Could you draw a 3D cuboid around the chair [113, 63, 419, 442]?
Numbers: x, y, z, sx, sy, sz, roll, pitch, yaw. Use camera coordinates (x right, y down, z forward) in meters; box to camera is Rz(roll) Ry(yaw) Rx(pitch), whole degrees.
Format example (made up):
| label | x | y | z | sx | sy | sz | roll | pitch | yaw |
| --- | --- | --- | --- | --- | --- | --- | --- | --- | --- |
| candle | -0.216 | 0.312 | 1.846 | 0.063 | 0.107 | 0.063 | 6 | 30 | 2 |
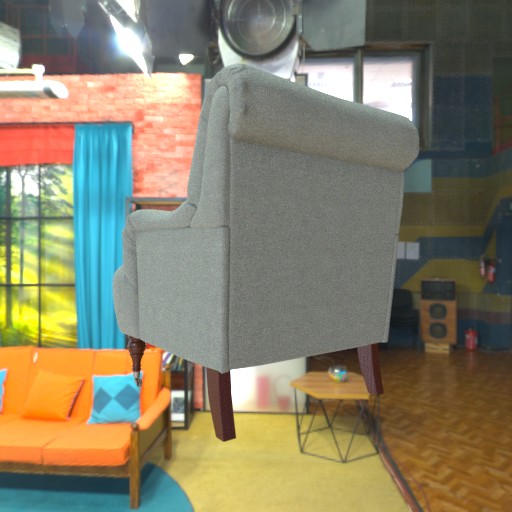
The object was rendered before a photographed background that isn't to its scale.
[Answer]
| label | x | y | z | sx | sy | sz | roll | pitch | yaw |
| --- | --- | --- | --- | --- | --- | --- | --- | --- | --- |
| chair | 0.000 | 0.000 | 1.942 | 0.964 | 1.178 | 1.060 | 0 | 0 | -37 |
